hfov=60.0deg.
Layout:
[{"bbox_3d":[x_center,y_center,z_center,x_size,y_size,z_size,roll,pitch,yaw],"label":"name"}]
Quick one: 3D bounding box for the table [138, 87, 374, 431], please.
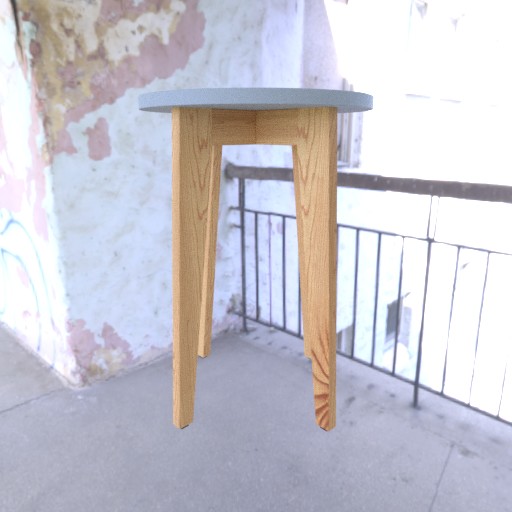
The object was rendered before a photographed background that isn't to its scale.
[{"bbox_3d":[0.000,0.000,0.745,0.350,0.500,0.350,0,16,0],"label":"table"}]
